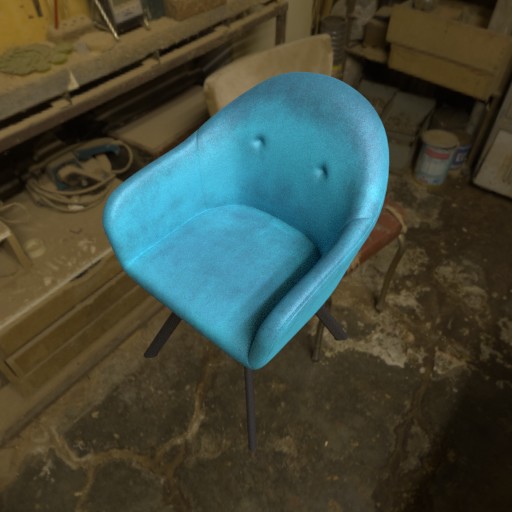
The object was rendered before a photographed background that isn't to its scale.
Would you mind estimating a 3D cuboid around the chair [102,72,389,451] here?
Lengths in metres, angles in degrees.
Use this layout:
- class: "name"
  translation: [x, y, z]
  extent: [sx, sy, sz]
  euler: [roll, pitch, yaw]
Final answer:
- class: "chair"
  translation: [0.000, 0.000, 1.165]
  extent: [0.540, 0.780, 0.570]
  euler: [32, 55, 26]
